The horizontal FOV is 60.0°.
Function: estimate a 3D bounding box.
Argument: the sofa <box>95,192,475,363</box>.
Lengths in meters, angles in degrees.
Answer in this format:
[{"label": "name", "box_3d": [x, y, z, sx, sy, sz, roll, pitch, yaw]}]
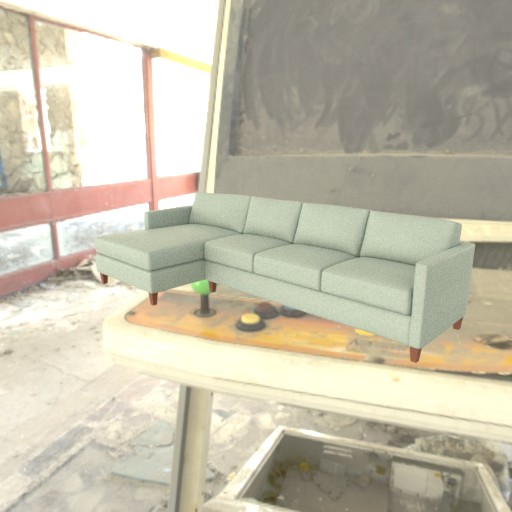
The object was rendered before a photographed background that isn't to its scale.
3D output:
[{"label": "sofa", "box_3d": [0.000, 0.000, 4.261, 3.470, 0.953, 1.600, 13, 19, 42]}]
